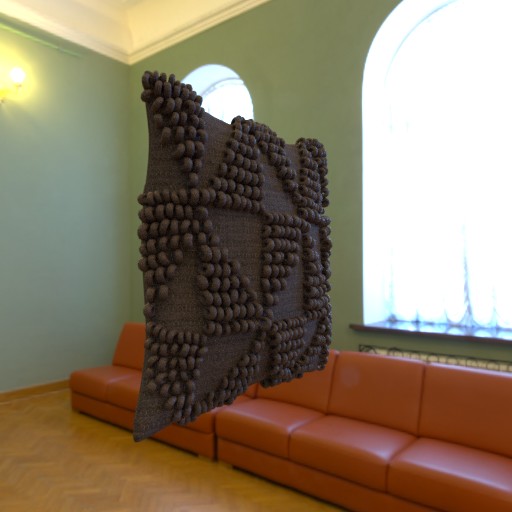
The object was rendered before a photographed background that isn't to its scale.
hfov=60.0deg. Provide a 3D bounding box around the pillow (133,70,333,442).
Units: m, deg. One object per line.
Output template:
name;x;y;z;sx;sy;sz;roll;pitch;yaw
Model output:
pillow;0.000;0.000;0.729;0.172;0.467;0.470;-1;-1;37
